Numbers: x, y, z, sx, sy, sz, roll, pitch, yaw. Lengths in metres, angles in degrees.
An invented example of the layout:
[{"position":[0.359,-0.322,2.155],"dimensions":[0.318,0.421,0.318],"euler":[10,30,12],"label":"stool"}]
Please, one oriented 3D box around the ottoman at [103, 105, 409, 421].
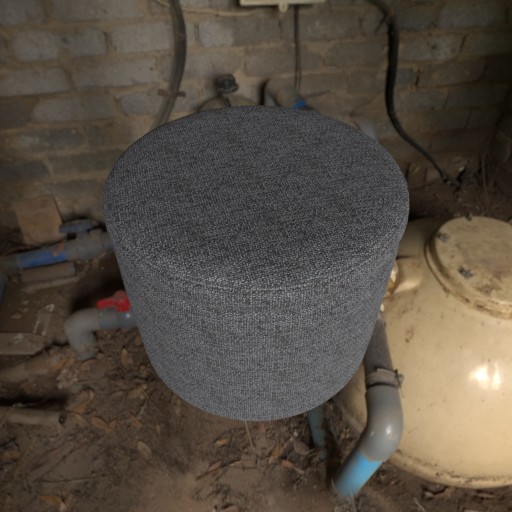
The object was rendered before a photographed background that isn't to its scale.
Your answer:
[{"position":[0.000,0.000,0.895],"dimensions":[0.520,0.430,0.520],"euler":[0,45,0],"label":"ottoman"}]
